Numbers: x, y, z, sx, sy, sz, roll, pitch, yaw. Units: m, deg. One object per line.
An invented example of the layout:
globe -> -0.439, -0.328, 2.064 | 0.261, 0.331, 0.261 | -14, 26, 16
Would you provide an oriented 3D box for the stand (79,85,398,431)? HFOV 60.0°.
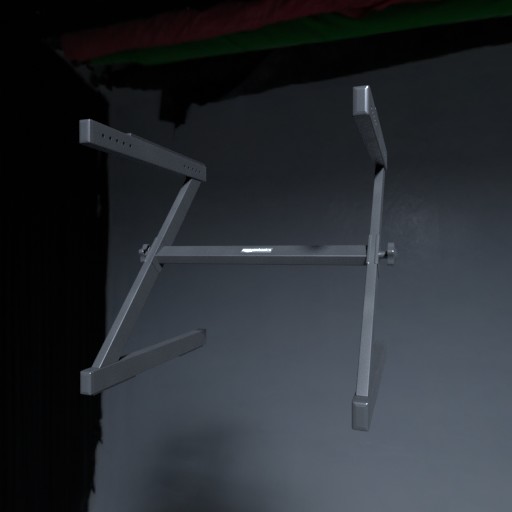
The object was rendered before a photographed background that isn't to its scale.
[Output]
stand -> 0.000, 0.000, 1.152 | 0.700, 0.617, 0.586 | 0, 1, 19
